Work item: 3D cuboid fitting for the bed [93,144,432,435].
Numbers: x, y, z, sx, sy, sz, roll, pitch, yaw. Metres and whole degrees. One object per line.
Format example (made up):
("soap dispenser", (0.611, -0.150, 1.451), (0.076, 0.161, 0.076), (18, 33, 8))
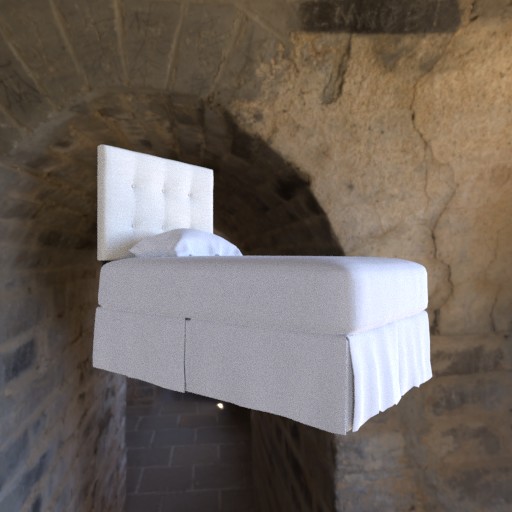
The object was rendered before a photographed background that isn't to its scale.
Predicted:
("bed", (0.000, 0.000, 2.982), (1.997, 1.571, 1.261), (0, 0, 37))
